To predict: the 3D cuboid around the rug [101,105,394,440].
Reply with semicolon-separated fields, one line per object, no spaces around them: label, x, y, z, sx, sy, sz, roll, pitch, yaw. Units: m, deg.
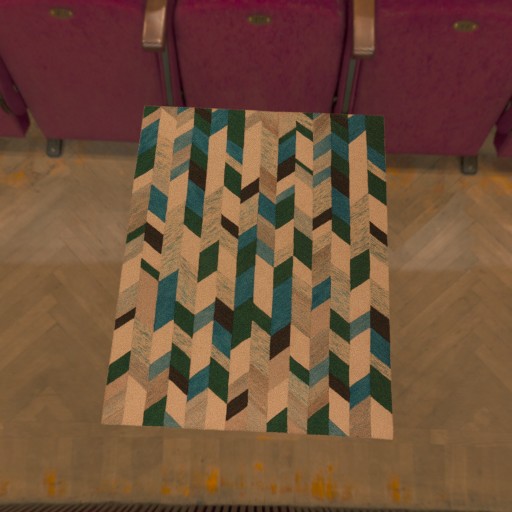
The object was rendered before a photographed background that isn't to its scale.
rug;0.000;0.000;4.075;2.440;0.008;3.036;3;75;1
